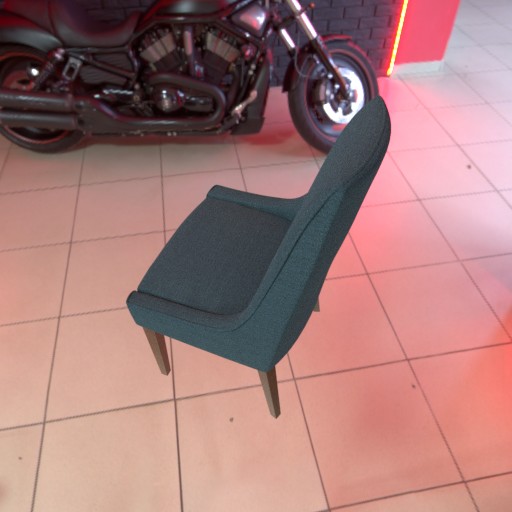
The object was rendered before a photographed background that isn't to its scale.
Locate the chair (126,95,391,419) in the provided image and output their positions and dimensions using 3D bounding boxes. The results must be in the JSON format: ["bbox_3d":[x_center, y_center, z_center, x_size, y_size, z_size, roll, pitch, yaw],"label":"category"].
[{"bbox_3d":[0.000,0.000,1.215,0.544,0.861,0.529,17,49,15],"label":"chair"}]
